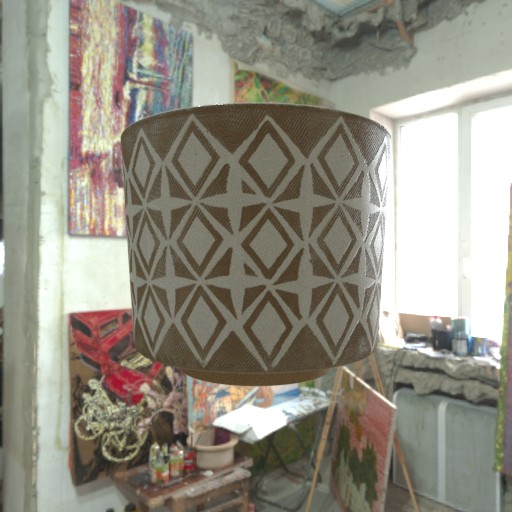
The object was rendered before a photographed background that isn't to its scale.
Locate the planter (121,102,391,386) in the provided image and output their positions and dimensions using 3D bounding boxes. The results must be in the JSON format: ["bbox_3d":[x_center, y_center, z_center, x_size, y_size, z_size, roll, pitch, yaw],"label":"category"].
[{"bbox_3d":[0.000,0.000,0.445,0.260,0.220,0.260,0,0,0],"label":"planter"}]
